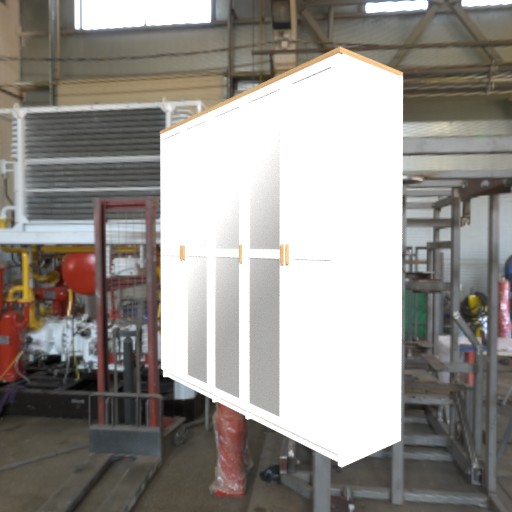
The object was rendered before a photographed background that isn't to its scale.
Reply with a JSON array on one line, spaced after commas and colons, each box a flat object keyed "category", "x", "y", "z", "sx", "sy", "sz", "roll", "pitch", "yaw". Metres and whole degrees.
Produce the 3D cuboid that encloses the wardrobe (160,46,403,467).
[{"category": "wardrobe", "x": 0.000, "y": 0.000, "z": 3.393, "sx": 0.590, "sy": 2.260, "sz": 2.160, "roll": -1, "pitch": 1, "yaw": -38}]
